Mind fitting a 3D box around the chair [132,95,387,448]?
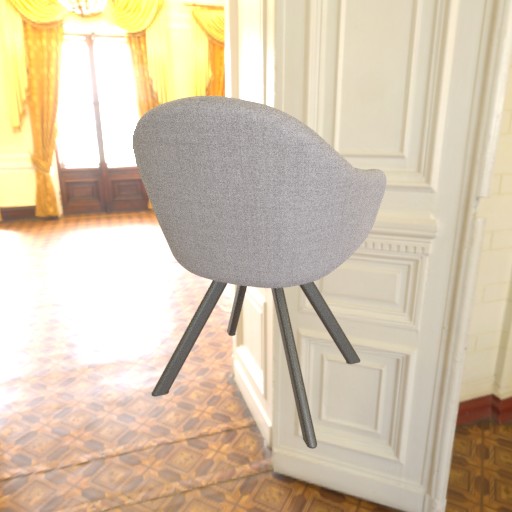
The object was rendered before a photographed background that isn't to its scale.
[{"bbox_3d":[0.000,0.000,1.194,0.590,0.795,0.550,8,19,25],"label":"chair"}]
